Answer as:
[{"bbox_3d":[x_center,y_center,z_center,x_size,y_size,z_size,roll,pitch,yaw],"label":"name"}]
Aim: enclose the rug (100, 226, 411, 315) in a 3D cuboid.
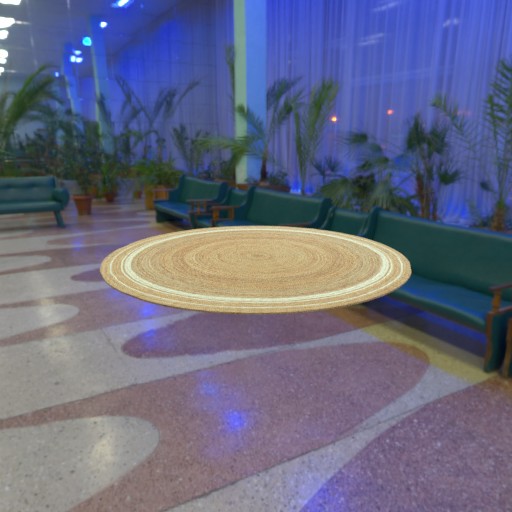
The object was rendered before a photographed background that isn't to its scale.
[{"bbox_3d":[0.000,0.000,3.672,2.444,0.015,2.444,0,15,0],"label":"rug"}]
